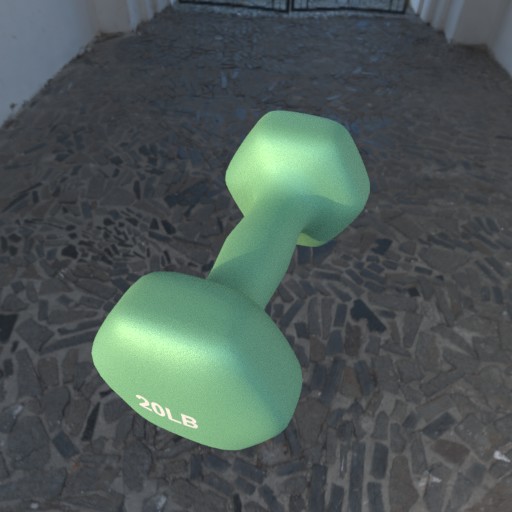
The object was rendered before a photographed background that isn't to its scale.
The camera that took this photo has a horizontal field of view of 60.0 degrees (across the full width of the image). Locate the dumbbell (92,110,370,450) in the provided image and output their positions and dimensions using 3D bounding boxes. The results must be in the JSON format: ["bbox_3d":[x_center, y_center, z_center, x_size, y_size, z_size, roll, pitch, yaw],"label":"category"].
[{"bbox_3d":[0.000,0.000,0.328,0.129,0.117,0.260,16,48,15],"label":"dumbbell"}]
